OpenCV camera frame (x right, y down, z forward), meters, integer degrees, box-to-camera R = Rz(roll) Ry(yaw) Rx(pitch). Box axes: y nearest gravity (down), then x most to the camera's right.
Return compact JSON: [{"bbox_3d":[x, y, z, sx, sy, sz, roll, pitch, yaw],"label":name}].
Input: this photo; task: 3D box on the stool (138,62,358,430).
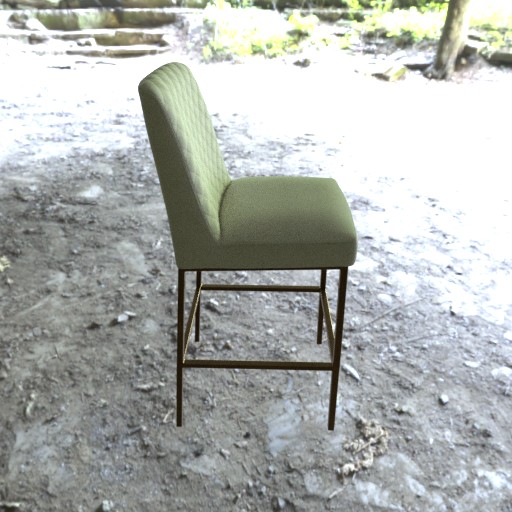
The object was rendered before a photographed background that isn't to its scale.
[{"bbox_3d":[0.000,0.000,1.386,0.546,1.084,0.462,1,31,1],"label":"stool"}]
